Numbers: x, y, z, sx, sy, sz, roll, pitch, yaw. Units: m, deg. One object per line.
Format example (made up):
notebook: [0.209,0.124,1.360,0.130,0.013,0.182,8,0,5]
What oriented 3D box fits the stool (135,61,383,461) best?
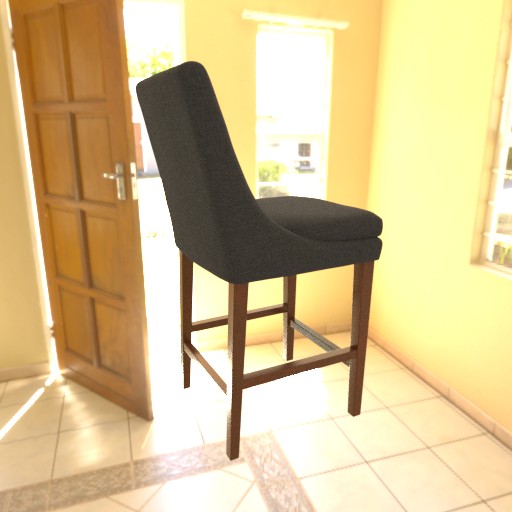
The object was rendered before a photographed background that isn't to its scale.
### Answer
stool: [0.000,0.000,1.303,0.577,0.981,0.470,-8,17,-27]
